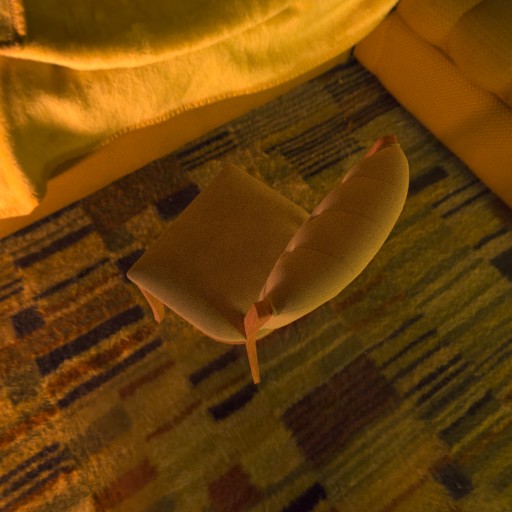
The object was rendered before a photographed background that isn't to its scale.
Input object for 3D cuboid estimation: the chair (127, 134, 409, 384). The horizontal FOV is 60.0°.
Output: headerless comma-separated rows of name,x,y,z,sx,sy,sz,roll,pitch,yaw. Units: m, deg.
chair,0.000,0.000,1.267,0.584,0.905,0.513,33,69,15
